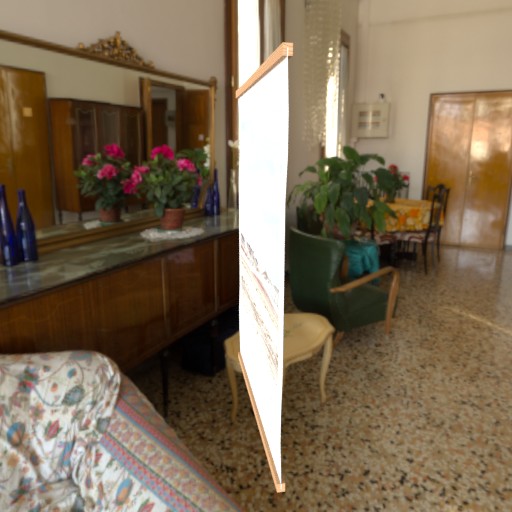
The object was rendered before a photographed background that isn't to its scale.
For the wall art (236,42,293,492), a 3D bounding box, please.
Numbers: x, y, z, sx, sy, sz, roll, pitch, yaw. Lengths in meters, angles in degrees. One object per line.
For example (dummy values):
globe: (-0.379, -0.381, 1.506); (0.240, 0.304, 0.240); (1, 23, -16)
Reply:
wall art: (0.000, 0.000, 1.324); (0.020, 1.016, 0.739); (-2, 14, -9)
